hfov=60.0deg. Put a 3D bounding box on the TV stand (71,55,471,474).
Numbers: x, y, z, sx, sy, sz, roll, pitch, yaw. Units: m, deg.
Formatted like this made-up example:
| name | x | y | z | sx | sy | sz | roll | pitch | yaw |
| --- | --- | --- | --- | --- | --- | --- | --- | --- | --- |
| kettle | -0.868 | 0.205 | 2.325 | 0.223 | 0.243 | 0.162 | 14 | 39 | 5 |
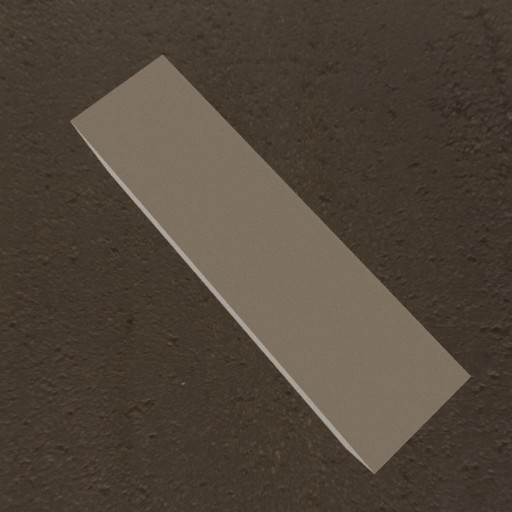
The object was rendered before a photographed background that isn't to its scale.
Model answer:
| name | x | y | z | sx | sy | sz | roll | pitch | yaw |
| --- | --- | --- | --- | --- | --- | --- | --- | --- | --- |
| TV stand | 0.000 | 0.000 | 1.655 | 0.410 | 0.440 | 1.500 | -40 | 79 | -9 |
